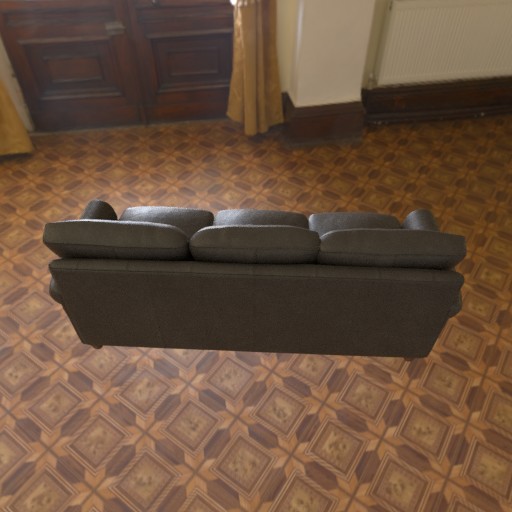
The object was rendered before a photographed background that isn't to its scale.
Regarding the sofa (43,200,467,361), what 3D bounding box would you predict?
[{"bbox_3d":[0.000,0.000,2.849,2.387,0.977,0.974,2,45,2],"label":"sofa"}]
